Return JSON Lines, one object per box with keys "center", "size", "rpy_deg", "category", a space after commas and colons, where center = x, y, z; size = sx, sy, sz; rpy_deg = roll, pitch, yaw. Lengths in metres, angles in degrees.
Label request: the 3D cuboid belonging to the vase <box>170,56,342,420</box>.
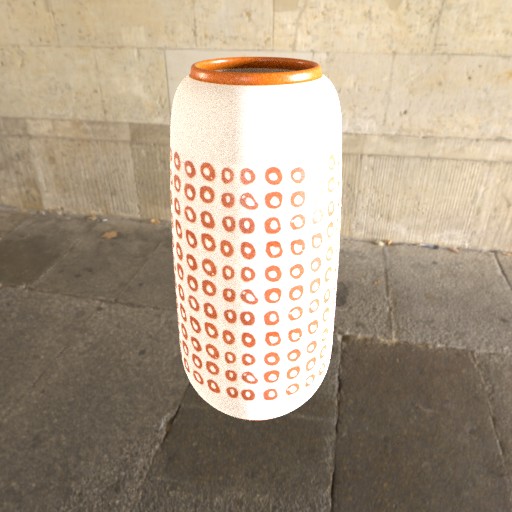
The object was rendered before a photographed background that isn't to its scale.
{"center": [0.000, 0.000, 0.352], "size": [0.133, 0.282, 0.133], "rpy_deg": [0, 30, 0], "category": "vase"}
